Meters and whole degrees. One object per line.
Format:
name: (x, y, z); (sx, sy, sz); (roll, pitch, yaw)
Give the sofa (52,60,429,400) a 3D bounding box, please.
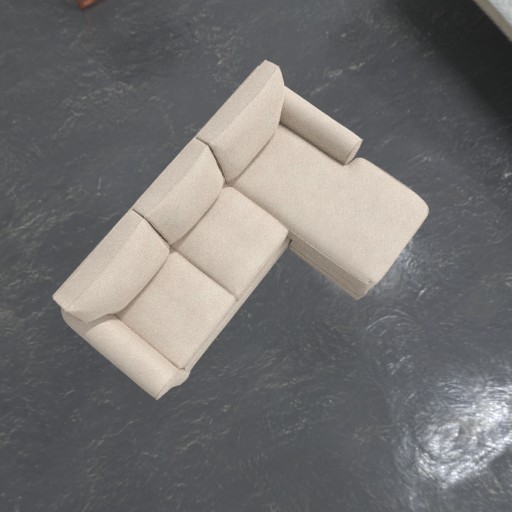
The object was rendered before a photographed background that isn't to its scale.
sofa: (0.000, 0.000, 2.401); (1.226, 0.734, 1.770); (37, 79, 8)
